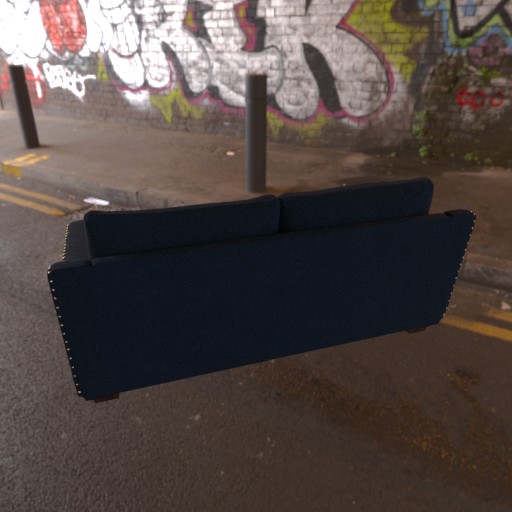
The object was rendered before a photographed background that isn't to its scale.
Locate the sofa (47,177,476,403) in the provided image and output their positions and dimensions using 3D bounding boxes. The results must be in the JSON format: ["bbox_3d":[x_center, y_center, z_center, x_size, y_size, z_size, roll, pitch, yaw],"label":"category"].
[{"bbox_3d":[0.000,0.000,2.651,2.107,0.983,1.104,-8,27,-17],"label":"sofa"}]
